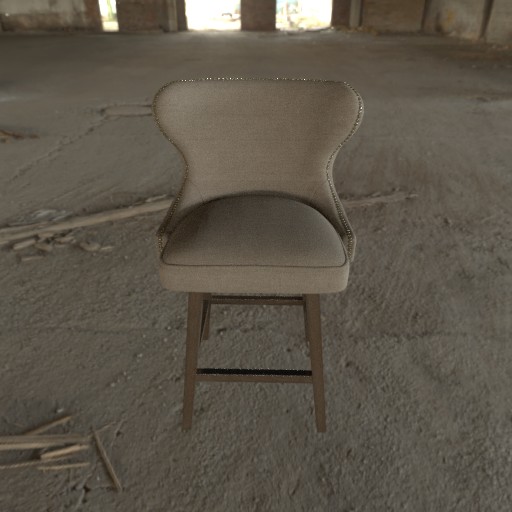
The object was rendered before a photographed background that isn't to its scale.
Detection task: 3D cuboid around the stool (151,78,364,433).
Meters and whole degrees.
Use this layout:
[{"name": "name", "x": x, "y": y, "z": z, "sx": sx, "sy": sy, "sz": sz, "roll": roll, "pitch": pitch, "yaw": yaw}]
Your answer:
[{"name": "stool", "x": 0.000, "y": 0.000, "z": 1.384, "sx": 0.615, "sy": 0.972, "sz": 0.597, "roll": 1, "pitch": 30, "yaw": 1}]
